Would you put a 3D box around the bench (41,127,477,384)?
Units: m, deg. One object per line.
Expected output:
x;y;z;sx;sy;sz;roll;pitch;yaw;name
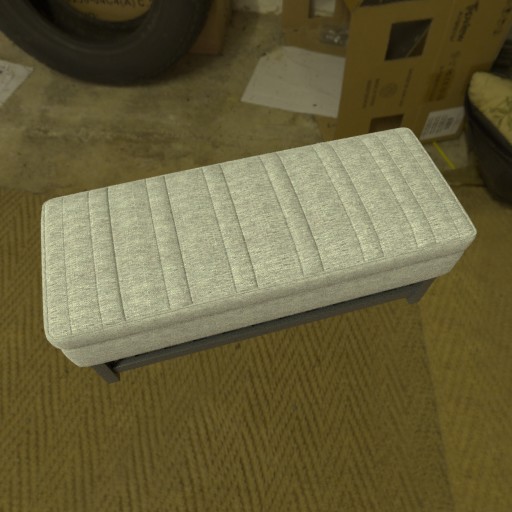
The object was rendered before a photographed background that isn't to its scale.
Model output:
0.000;0.000;1.322;1.100;0.470;0.429;-13;59;-8;bench
